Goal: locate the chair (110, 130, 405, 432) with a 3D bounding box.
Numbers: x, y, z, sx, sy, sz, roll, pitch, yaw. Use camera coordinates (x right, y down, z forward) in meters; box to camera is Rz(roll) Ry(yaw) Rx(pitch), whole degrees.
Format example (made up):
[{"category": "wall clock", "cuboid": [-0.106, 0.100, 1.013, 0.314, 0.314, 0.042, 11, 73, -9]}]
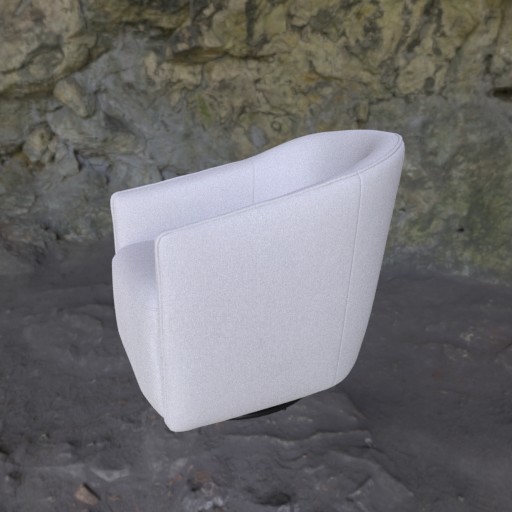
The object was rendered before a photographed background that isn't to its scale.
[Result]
[{"category": "chair", "cuboid": [0.000, 0.000, 1.459, 0.875, 0.799, 0.747, -7, 17, -24]}]
